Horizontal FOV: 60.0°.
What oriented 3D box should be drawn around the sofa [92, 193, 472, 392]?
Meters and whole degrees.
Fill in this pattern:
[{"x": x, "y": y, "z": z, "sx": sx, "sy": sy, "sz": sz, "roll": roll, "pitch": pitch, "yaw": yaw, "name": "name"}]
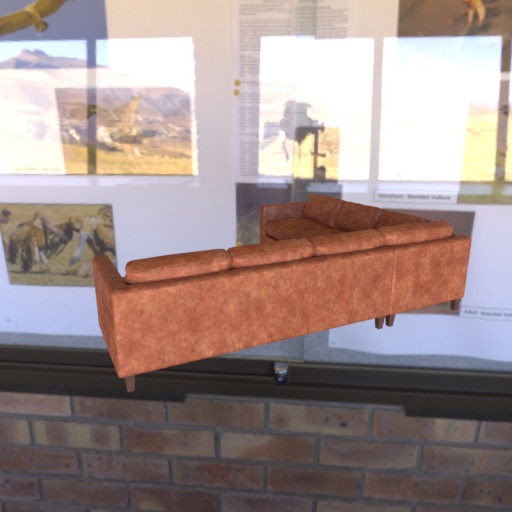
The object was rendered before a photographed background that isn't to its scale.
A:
[{"x": 0.000, "y": 0.000, "z": 4.434, "sx": 3.150, "sy": 0.838, "sz": 2.438, "roll": -8, "pitch": 18, "yaw": -25, "name": "sofa"}]
